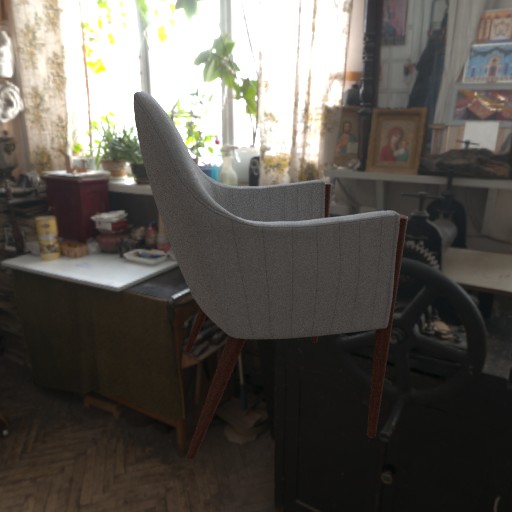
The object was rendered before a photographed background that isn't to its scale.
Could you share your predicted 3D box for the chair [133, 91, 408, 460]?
[{"bbox_3d":[0.000,0.000,1.281,0.620,0.889,0.610,-3,18,-9],"label":"chair"}]
